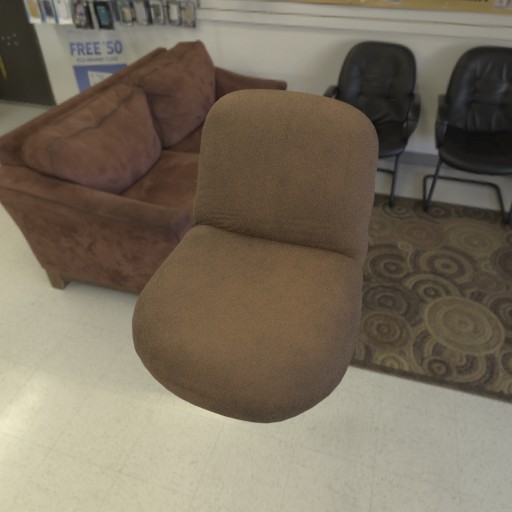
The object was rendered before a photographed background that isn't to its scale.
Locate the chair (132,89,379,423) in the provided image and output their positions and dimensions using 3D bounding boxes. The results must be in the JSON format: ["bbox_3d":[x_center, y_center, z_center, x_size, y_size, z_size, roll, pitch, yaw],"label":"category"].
[{"bbox_3d":[0.000,0.000,1.019,0.521,0.594,0.597,13,41,15],"label":"chair"}]
